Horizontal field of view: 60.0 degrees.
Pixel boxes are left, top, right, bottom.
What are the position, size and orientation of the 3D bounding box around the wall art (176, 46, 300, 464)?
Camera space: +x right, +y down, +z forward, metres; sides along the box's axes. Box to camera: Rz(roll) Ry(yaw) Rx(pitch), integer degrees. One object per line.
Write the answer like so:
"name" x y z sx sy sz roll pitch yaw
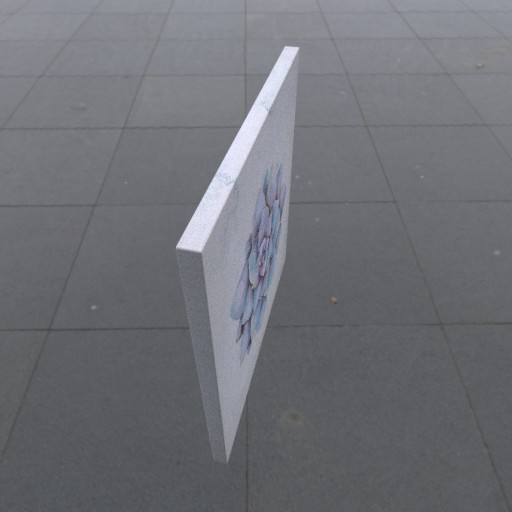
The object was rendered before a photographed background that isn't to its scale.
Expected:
"wall art" 0.000 0.000 1.131 0.038 0.762 0.762 10 46 10
